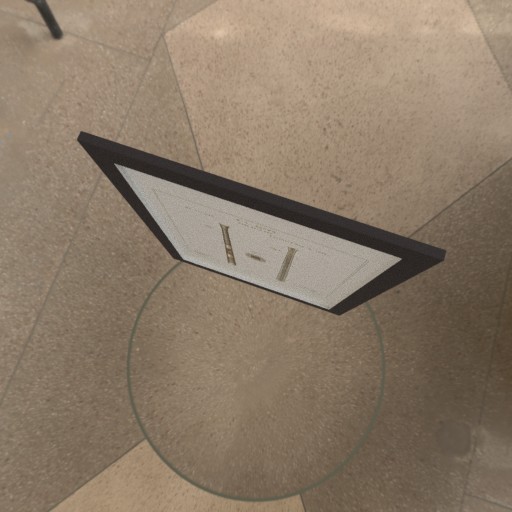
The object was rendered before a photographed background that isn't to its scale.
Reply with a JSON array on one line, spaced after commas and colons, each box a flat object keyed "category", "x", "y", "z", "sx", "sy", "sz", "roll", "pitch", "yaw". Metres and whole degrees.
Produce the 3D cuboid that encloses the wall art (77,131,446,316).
[{"category": "wall art", "x": 0.000, "y": 0.000, "z": 0.684, "sx": 0.374, "sy": 0.529, "sz": 0.012, "roll": 19, "pitch": 78, "yaw": 4}]
